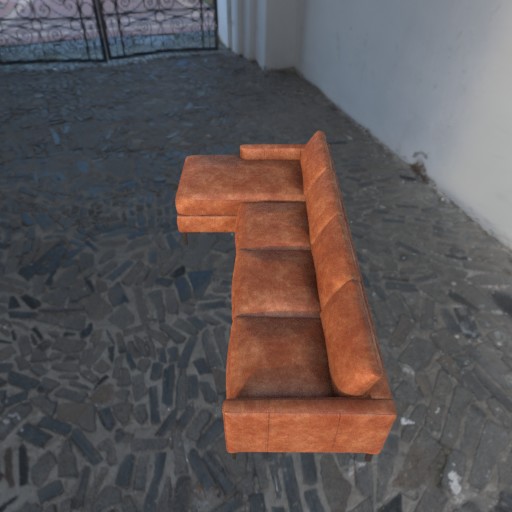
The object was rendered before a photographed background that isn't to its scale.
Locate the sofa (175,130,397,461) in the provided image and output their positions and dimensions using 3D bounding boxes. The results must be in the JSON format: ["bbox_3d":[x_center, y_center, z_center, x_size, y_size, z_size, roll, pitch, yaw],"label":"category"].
[{"bbox_3d":[0.000,0.000,3.525,1.471,0.859,2.993,0,41,0],"label":"sofa"}]
